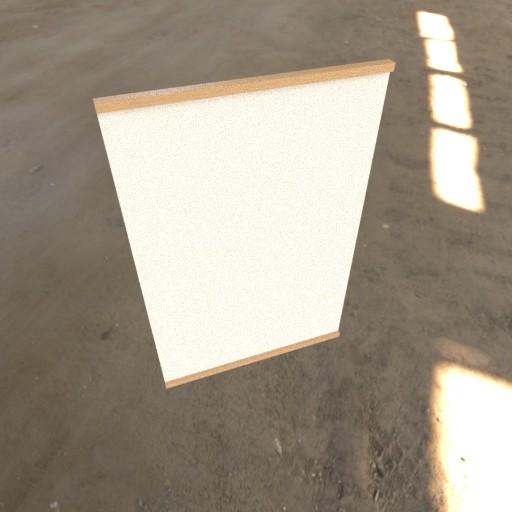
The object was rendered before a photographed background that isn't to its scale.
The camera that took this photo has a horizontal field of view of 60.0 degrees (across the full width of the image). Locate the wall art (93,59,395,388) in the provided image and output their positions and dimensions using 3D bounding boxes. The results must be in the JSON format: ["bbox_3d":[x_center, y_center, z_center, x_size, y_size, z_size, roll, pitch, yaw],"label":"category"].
[{"bbox_3d":[0.000,0.000,1.288,0.669,1.020,0.027,-14,44,-14],"label":"wall art"}]
